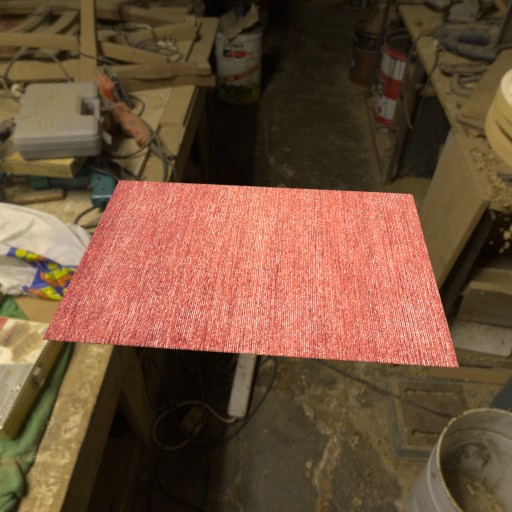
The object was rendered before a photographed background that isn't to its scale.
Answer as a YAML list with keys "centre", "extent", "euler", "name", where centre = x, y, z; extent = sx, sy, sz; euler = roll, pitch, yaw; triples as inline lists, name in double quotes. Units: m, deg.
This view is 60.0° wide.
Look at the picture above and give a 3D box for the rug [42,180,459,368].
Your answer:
- centre: [0.000, 0.000, 2.242]
  extent: [1.747, 0.011, 1.139]
  euler: [3, 46, 3]
  name: "rug"
